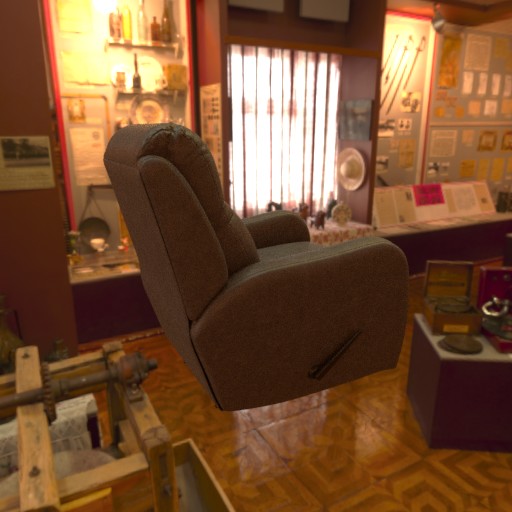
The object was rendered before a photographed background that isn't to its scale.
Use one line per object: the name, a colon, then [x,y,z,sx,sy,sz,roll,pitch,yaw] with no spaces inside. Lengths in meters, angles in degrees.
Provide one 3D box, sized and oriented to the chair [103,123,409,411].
chair: [0.000,0.000,1.865,1.067,1.067,0.865,-8,17,-26]
